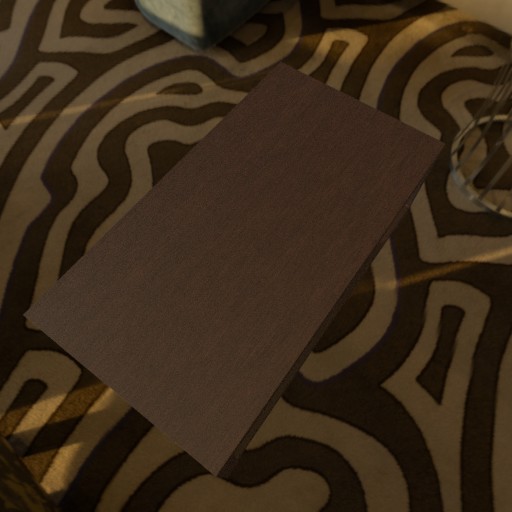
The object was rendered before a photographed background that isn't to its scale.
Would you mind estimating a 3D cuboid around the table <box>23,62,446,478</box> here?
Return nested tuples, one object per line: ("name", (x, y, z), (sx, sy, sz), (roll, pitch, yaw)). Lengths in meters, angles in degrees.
("table", (0.000, 0.000, 1.387), (0.597, 0.424, 1.099), (33, 68, 16))
